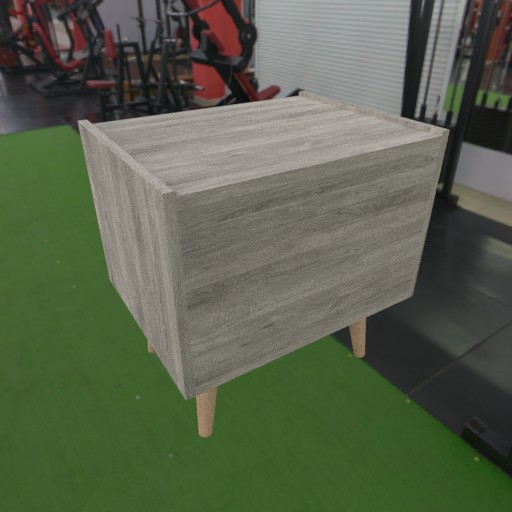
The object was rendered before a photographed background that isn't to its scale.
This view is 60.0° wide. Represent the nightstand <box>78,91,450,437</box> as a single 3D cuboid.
[{"bbox_3d":[0.000,0.000,0.852,0.480,0.500,0.380,-18,35,-27],"label":"nightstand"}]
